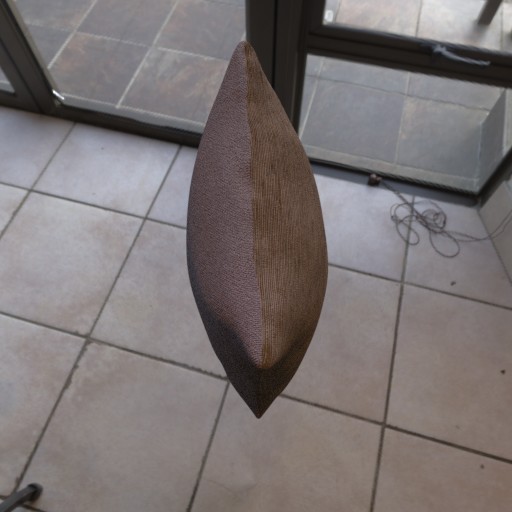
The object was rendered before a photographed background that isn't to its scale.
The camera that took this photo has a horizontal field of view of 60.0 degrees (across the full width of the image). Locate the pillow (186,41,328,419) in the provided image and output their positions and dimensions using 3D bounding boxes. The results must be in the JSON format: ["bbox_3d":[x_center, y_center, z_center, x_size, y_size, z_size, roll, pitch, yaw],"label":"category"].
[{"bbox_3d":[0.000,0.000,0.692,0.204,0.439,0.452,-2,63,-1],"label":"pillow"}]
